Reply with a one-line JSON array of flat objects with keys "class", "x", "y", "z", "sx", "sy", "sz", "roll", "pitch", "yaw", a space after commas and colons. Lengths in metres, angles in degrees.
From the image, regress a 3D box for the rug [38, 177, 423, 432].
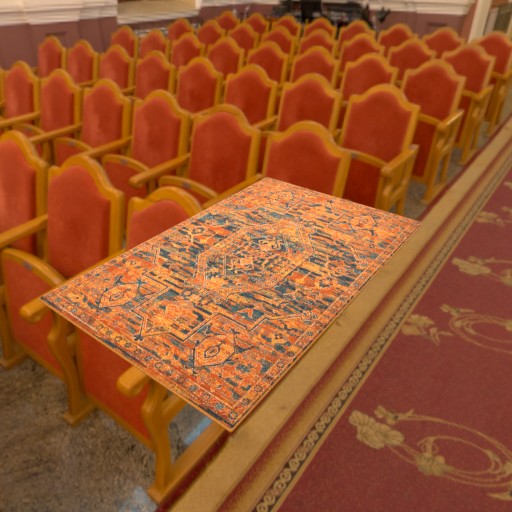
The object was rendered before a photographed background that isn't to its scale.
[{"class": "rug", "x": 0.000, "y": 0.000, "z": 1.127, "sx": 0.557, "sy": 0.008, "sz": 0.863, "roll": 22, "pitch": 39, "yaw": 31}]
